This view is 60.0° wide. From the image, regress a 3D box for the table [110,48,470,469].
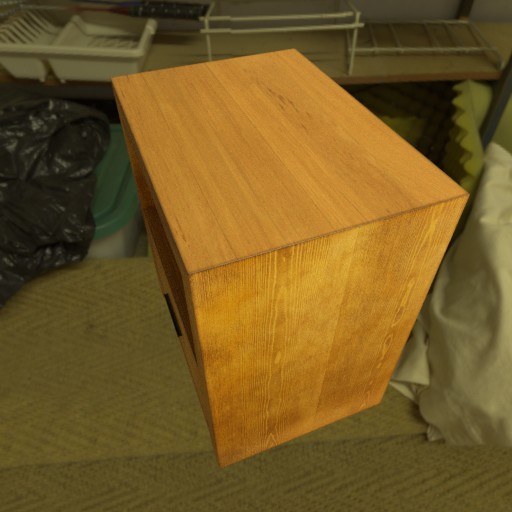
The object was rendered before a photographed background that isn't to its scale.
[{"bbox_3d":[0.000,0.000,0.938,0.400,0.605,0.550,-16,48,-15],"label":"table"}]
